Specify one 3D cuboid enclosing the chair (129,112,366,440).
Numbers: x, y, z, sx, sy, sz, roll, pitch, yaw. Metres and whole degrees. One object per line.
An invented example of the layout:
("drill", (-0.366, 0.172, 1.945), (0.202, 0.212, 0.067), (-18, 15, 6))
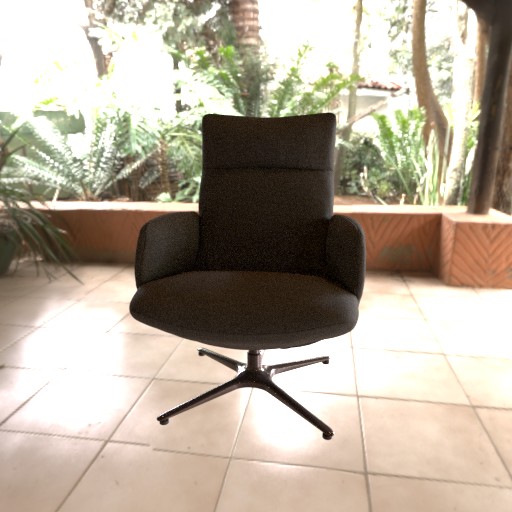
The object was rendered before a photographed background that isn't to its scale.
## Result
("chair", (0.000, 0.000, 1.534), (0.702, 0.984, 0.831), (2, 15, 8))
